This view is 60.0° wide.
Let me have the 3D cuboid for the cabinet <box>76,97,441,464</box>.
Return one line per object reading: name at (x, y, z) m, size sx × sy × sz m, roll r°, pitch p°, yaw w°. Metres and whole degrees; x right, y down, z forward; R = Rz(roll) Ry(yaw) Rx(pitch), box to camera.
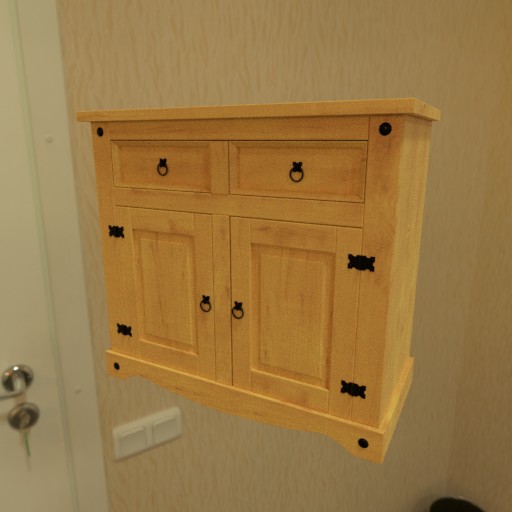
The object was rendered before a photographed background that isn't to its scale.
cabinet at (0.000, 0.000, 1.349) m, size 0.920 × 0.840 × 0.450 m, roll 8°, pitch 17°, yaw 27°
